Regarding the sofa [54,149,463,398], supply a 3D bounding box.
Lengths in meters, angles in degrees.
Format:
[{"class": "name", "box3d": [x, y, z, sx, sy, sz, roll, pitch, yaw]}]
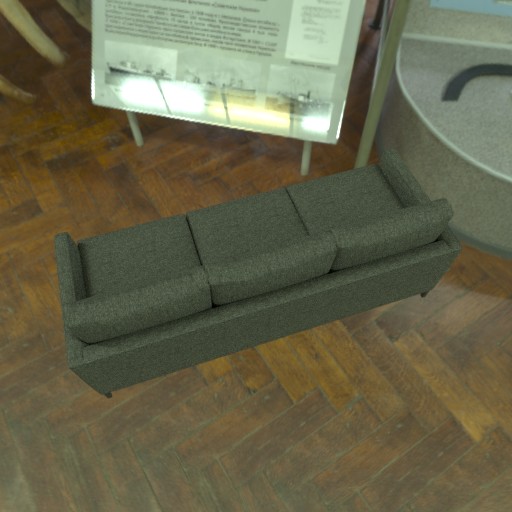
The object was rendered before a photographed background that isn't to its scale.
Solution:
[{"class": "sofa", "box3d": [0.000, 0.000, 2.719, 2.253, 0.879, 0.876, -16, 59, -10]}]
